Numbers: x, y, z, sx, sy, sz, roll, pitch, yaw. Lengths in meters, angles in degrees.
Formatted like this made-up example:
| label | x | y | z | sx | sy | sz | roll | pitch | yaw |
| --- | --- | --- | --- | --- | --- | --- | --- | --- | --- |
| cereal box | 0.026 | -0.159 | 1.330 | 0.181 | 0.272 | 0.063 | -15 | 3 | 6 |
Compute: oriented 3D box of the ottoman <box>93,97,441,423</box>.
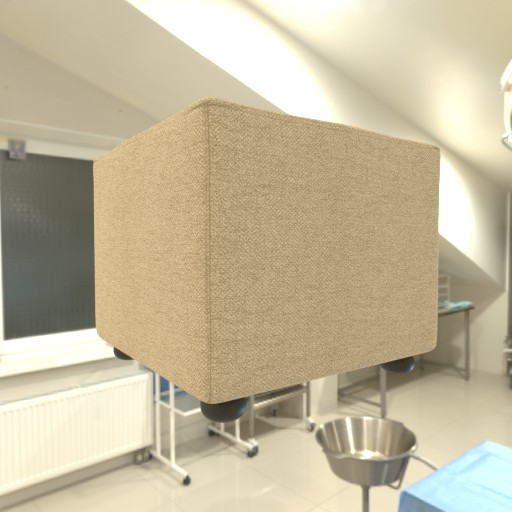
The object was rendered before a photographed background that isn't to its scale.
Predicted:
| label | x | y | z | sx | sy | sz | roll | pitch | yaw |
| --- | --- | --- | --- | --- | --- | --- | --- | --- | --- |
| ottoman | 0.000 | 0.000 | 0.876 | 0.508 | 0.432 | 0.508 | -1 | 3 | -35 |
